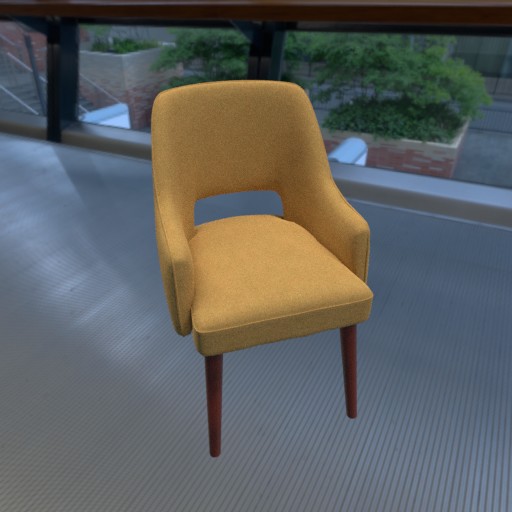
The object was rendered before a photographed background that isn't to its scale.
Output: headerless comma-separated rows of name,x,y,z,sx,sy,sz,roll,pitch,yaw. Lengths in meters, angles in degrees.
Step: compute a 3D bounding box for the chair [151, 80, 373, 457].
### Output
chair,0.000,0.000,1.273,0.548,0.849,0.605,-9,33,-15
